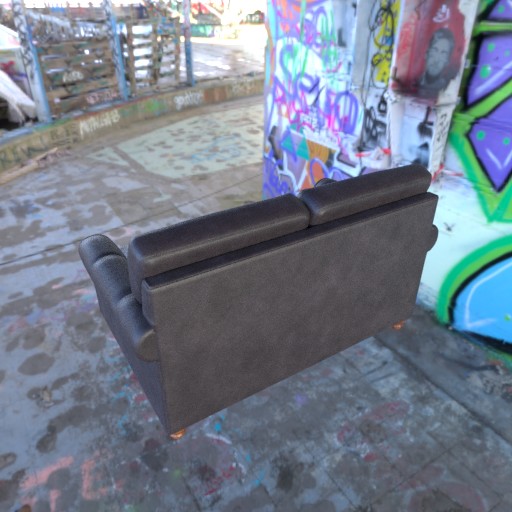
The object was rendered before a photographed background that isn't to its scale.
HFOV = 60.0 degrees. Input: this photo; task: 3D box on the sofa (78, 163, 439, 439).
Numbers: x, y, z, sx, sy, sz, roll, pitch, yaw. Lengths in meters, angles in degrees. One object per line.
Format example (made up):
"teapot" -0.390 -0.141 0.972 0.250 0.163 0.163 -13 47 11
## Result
"sofa" 0.000 0.000 2.386 1.663 0.979 1.030 -18 35 -28
